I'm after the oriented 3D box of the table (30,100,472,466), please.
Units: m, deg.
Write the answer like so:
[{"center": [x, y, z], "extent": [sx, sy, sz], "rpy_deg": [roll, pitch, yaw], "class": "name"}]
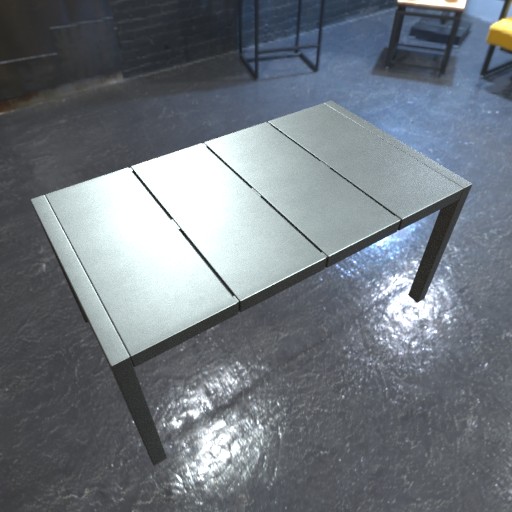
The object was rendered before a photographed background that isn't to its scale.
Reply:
[{"center": [0.000, 0.000, 1.274], "extent": [0.965, 0.460, 0.559], "rpy_deg": [-25, 50, -23], "class": "table"}]
